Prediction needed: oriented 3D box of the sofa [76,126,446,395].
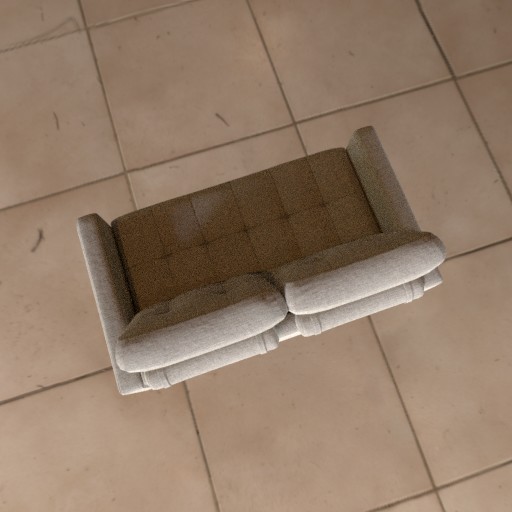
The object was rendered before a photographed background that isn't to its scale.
[{"bbox_3d":[0.000,0.000,1.999,1.407,0.907,0.842,-19,77,-5],"label":"sofa"}]
